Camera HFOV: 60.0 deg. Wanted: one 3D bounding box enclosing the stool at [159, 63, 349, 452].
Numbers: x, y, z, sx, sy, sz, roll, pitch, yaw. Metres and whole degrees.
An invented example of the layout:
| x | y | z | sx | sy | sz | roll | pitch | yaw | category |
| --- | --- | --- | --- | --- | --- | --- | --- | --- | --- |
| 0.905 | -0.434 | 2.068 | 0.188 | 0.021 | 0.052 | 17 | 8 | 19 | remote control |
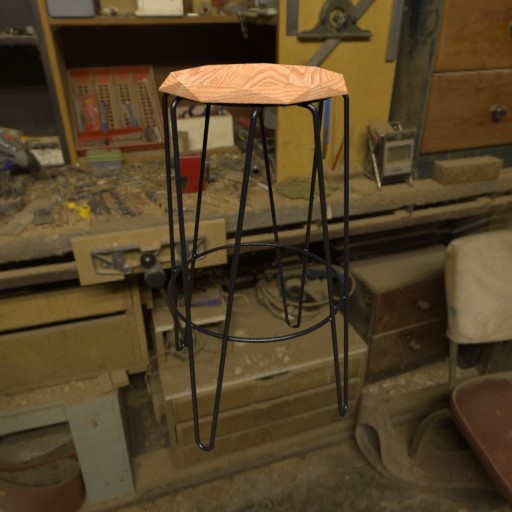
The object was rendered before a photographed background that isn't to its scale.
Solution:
| x | y | z | sx | sy | sz | roll | pitch | yaw | category |
| --- | --- | --- | --- | --- | --- | --- | --- | --- | --- |
| 0.000 | 0.000 | 0.796 | 0.326 | 0.610 | 0.326 | -8 | 31 | -14 | stool |
